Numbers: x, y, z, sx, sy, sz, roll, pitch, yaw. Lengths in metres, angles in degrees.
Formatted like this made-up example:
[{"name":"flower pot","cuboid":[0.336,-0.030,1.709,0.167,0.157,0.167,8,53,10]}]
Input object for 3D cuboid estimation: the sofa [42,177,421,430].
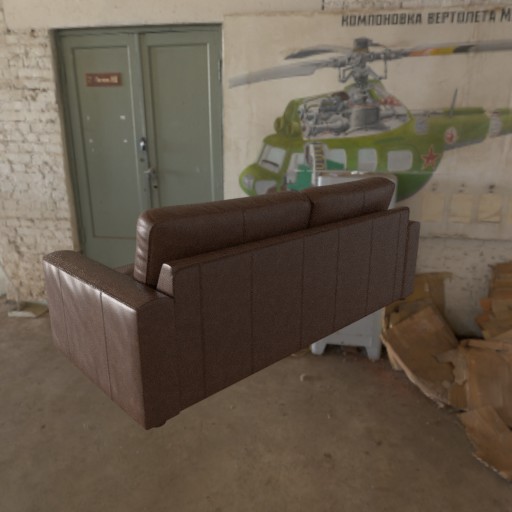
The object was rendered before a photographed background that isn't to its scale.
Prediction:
[{"name":"sofa","cuboid":[0.000,0.000,2.710,2.179,0.873,1.016,-15,22,-42]}]
